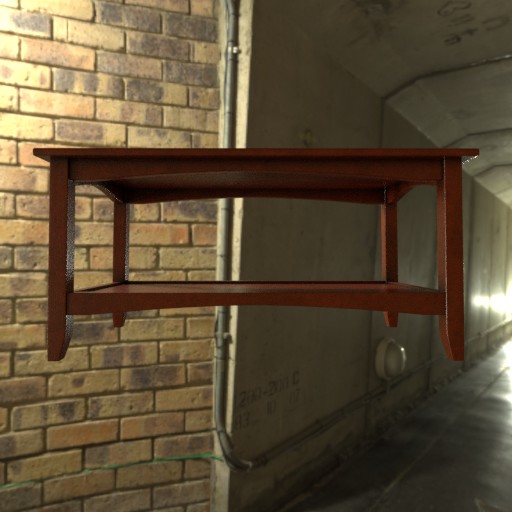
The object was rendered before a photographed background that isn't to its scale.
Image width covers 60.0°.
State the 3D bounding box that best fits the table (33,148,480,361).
[{"bbox_3d":[0.000,0.000,1.199,0.943,0.456,0.533,0,0,0],"label":"table"}]
